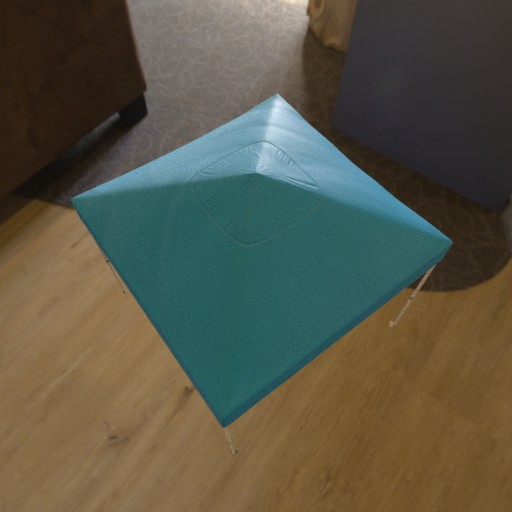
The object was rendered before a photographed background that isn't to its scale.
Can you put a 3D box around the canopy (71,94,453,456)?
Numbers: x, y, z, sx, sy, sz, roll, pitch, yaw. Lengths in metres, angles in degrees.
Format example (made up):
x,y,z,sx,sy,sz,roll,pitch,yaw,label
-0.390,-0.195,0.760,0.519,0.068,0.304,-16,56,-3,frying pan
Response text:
x,y,z,sx,sy,sz,roll,pitch,yaw,label
0.000,0.000,5.450,2.998,2.997,2.996,-33,64,-18,canopy
